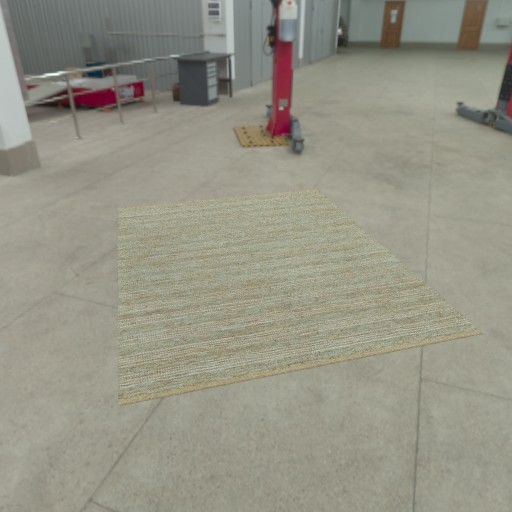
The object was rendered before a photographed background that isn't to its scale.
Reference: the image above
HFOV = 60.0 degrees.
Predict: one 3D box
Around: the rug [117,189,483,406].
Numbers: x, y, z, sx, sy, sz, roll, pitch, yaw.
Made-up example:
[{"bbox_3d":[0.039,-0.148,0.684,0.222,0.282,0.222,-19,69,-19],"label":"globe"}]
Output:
[{"bbox_3d":[0.000,0.000,4.089,2.471,0.012,3.034,-7,29,-13],"label":"rug"}]
